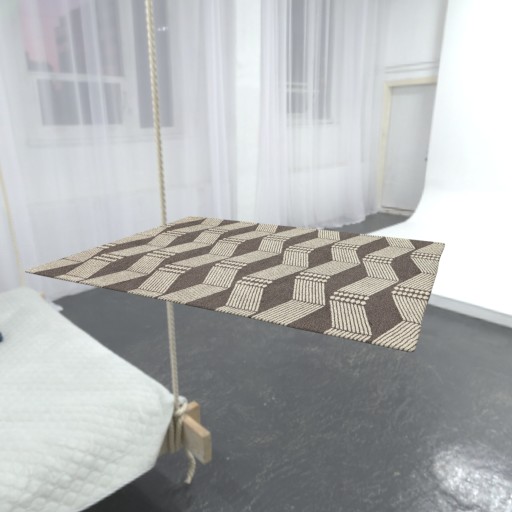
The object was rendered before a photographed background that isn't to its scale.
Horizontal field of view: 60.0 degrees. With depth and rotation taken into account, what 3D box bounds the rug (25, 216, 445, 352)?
[{"bbox_3d":[0.000,0.000,4.035,3.048,0.016,2.438,8,19,25],"label":"rug"}]
